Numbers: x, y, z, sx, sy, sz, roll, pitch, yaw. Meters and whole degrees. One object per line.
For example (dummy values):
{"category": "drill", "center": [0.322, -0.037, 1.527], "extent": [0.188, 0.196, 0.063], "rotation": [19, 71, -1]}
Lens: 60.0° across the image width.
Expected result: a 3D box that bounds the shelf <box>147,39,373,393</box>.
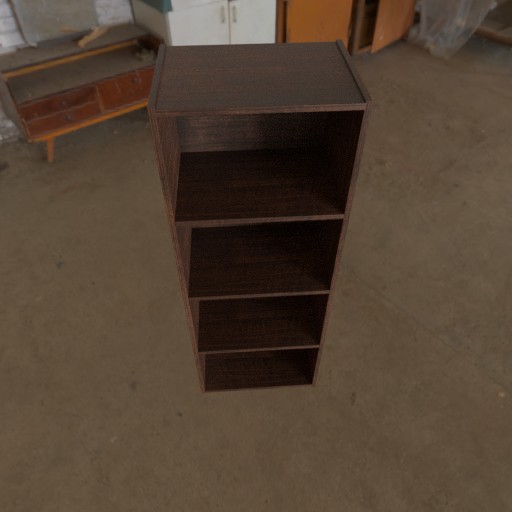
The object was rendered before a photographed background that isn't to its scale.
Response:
{"category": "shelf", "center": [0.000, 0.000, 1.298], "extent": [0.415, 1.099, 0.290], "rotation": [-3, 47, -3]}
